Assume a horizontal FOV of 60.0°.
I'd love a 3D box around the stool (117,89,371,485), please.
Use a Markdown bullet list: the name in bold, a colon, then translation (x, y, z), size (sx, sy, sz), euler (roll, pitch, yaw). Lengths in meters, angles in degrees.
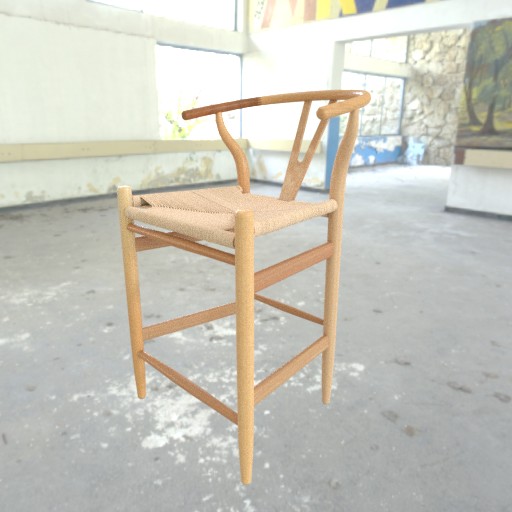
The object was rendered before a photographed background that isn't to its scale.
- **stool**: translation (0.000, 0.000, 1.281), size (0.575, 0.923, 0.536), euler (-16, 23, -42)
